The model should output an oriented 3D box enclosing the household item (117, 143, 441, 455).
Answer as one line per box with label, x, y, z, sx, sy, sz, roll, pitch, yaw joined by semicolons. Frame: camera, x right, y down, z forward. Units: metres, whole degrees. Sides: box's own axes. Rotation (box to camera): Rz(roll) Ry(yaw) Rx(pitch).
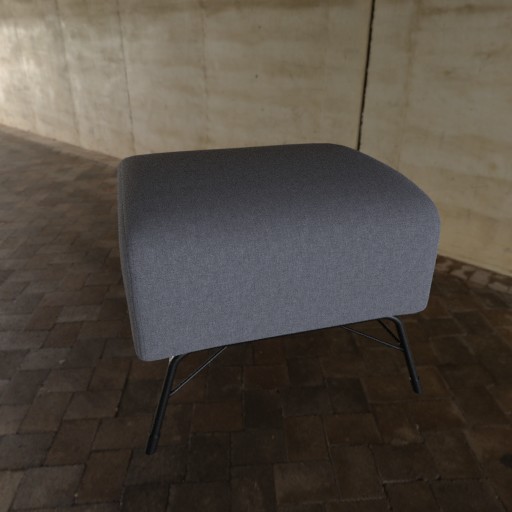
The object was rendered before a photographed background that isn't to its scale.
household item;0.000;0.000;0.930;0.530;0.410;0.530;-7;27;-14
